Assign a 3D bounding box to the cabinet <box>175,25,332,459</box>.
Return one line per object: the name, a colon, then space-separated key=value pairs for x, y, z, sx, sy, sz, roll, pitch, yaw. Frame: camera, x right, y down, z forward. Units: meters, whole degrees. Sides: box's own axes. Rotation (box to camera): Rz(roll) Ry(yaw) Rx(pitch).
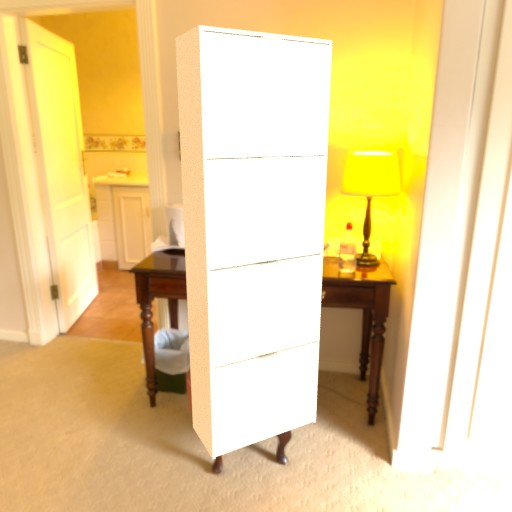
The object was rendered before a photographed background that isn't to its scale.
cabinet: x=0.000 y=0.000 z=1.822 sx=0.520 sy=1.630 sz=0.255 roll=-8 pitch=18 yaw=-27
